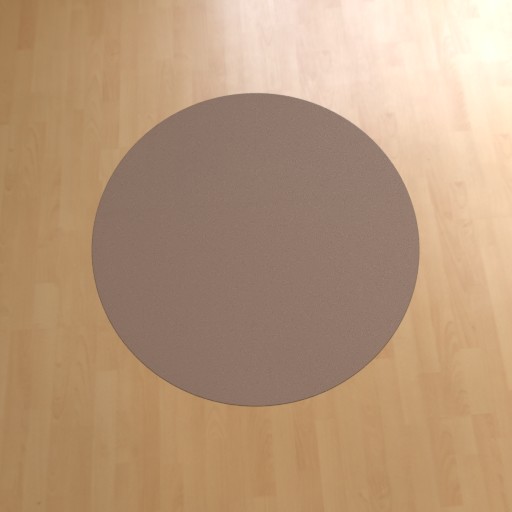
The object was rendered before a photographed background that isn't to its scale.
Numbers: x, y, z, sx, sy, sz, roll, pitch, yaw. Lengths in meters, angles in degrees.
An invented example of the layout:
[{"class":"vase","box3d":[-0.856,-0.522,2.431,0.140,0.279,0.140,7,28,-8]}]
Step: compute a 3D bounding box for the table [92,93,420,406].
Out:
[{"class":"table","box3d":[0.000,0.000,1.275,0.800,0.400,0.800,0,75,0]}]
